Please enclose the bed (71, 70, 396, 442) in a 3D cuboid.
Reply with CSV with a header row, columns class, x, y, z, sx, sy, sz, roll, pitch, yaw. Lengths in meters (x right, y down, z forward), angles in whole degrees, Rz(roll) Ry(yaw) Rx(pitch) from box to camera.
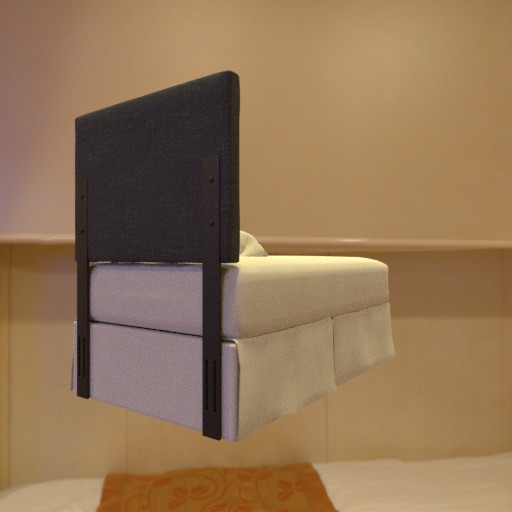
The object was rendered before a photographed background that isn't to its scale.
class,x,y,z,sx,sy,sz,roll,pitch,yaw
bed,0.000,0.000,2.974,1.261,1.571,1.997,0,0,35
